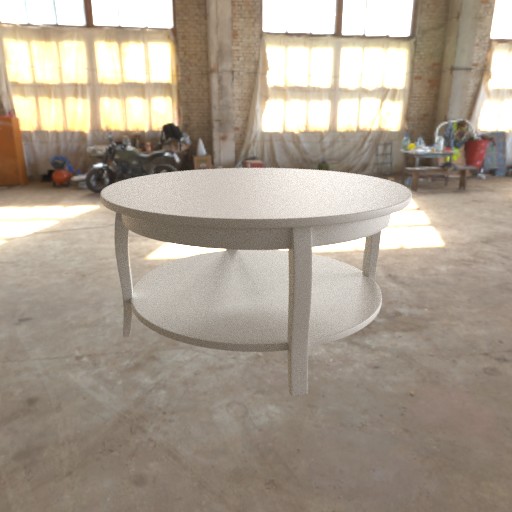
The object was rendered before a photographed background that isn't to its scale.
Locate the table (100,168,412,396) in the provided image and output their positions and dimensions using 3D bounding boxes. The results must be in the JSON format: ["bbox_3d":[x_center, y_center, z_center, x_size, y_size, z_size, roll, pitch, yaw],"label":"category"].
[{"bbox_3d":[0.000,0.000,1.435,0.910,0.457,0.910,0,18,0],"label":"table"}]
